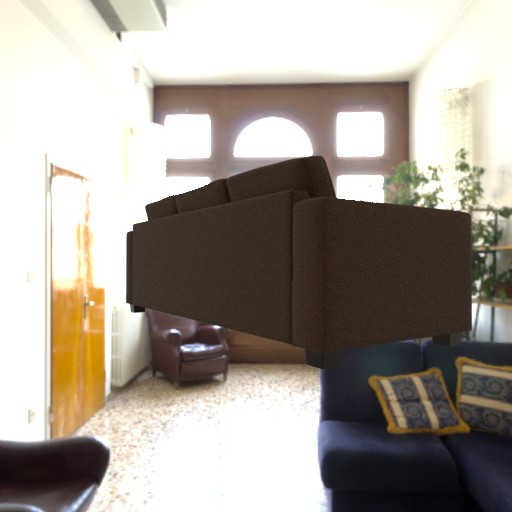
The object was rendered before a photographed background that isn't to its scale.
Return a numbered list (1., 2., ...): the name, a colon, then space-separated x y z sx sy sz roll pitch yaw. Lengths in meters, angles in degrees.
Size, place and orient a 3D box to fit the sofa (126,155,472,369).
1. sofa: 0.000 0.000 2.612 0.900 0.806 2.160 0 -1 -34
